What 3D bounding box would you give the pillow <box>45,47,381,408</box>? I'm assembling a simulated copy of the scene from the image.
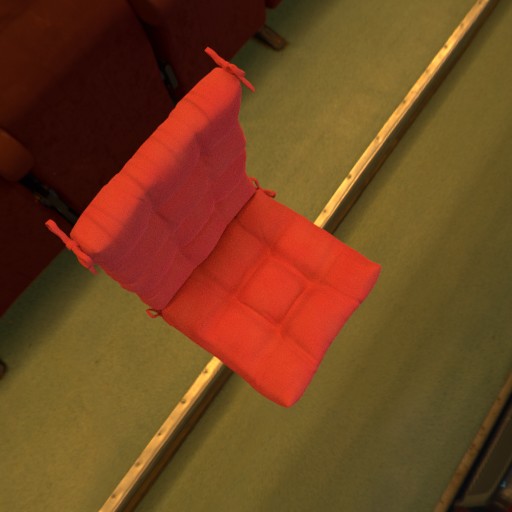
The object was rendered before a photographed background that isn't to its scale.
[{"bbox_3d":[0.000,0.000,1.046,0.571,0.605,0.519,34,76,10],"label":"pillow"}]
